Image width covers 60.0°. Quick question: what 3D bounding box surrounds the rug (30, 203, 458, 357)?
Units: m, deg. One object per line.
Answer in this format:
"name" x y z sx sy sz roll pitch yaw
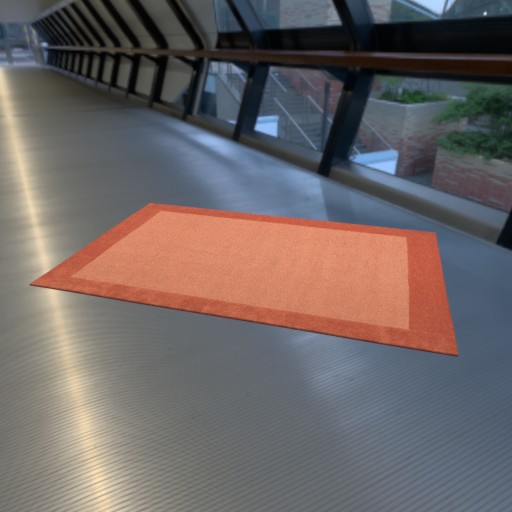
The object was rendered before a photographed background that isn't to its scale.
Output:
"rug" 0.000 0.000 3.055 2.438 0.014 1.524 7 27 14
